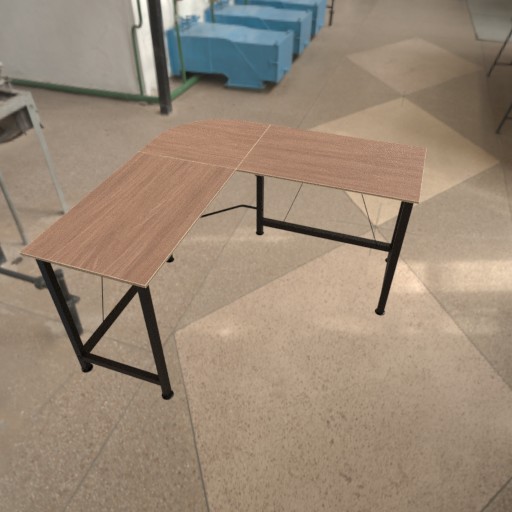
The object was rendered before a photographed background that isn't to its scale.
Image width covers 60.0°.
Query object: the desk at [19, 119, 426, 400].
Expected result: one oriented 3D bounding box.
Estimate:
[{"bbox_3d":[0.000,0.000,2.244,1.400,0.762,1.400,13,42,15],"label":"desk"}]
